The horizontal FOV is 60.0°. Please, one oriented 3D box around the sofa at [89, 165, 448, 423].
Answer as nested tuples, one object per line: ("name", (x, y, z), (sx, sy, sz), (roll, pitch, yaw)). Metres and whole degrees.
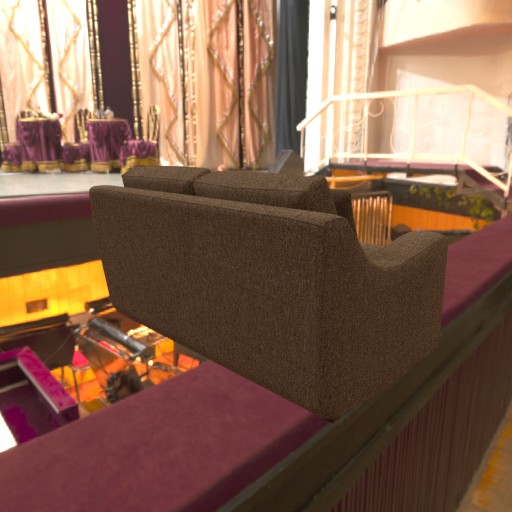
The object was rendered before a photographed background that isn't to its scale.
("sofa", (0.000, 0.000, 2.487), (1.120, 0.991, 1.778), (-14, 19, -43))
